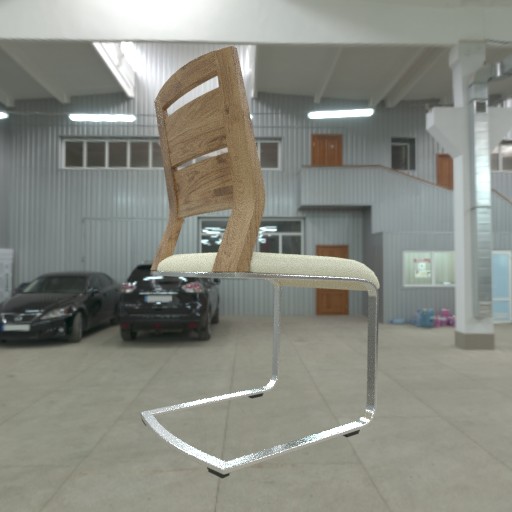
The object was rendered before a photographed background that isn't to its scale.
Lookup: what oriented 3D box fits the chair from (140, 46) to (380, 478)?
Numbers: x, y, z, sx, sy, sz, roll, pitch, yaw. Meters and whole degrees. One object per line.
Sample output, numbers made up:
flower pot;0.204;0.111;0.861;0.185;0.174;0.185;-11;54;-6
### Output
chair;0.000;0.000;1.270;0.561;0.955;0.457;1;-2;-37
